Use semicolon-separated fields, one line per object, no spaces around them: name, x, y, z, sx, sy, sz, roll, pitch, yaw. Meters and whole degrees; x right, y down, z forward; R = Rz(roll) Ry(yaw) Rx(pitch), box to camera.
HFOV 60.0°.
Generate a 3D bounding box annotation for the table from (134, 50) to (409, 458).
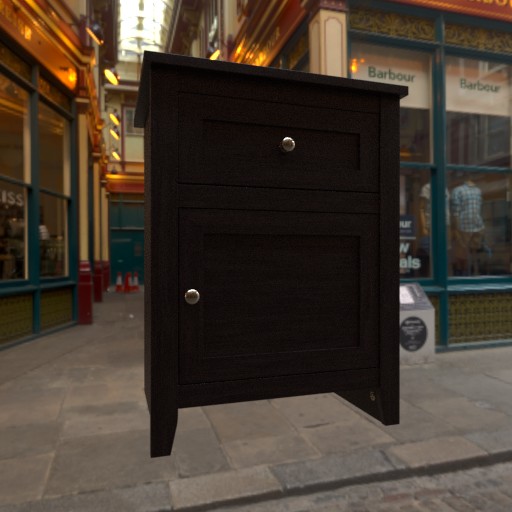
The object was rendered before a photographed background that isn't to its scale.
table;0.000;0.000;0.932;0.480;0.635;0.381;0;0;-18
